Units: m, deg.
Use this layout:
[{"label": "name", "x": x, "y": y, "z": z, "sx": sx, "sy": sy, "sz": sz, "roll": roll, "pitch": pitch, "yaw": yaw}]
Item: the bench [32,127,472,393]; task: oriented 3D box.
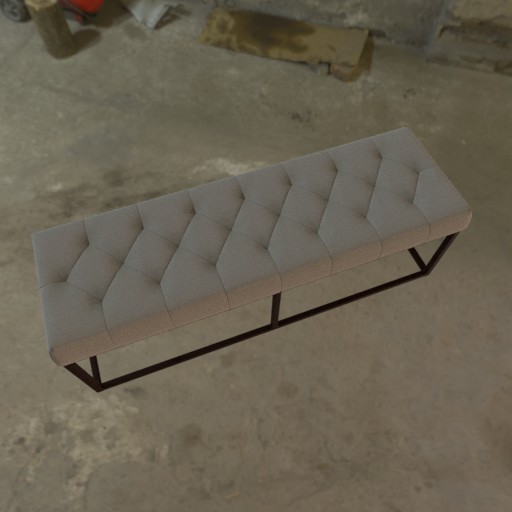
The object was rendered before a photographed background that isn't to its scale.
[{"label": "bench", "x": 0.000, "y": 0.000, "z": 1.720, "sx": 1.488, "sy": 0.488, "sz": 0.479, "roll": -18, "pitch": 61, "yaw": -10}]
